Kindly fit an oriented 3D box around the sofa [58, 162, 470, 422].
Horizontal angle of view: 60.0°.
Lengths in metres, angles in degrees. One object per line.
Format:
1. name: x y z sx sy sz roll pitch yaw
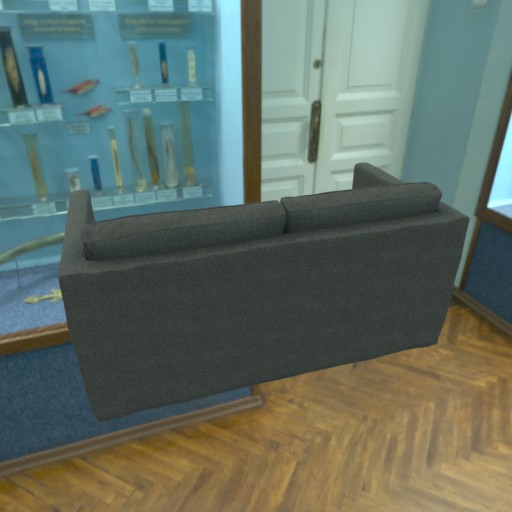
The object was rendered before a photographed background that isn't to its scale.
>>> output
1. sofa: 0.000 0.000 2.326 1.802 0.854 0.974 -9 29 -15
